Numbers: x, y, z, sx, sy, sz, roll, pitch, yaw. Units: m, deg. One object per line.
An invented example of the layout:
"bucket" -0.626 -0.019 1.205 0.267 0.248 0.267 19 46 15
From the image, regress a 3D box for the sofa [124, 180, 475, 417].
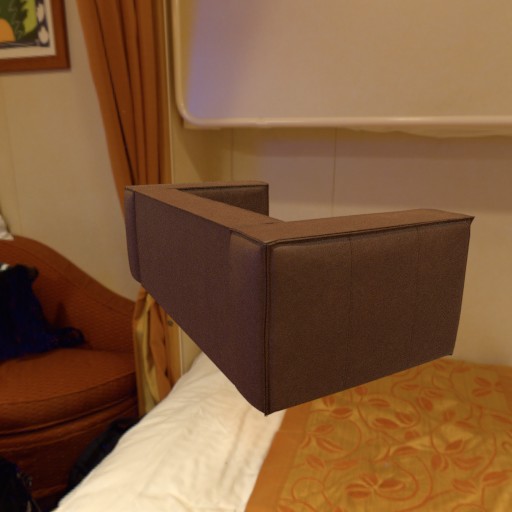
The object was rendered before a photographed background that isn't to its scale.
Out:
"sofa" 0.000 0.000 2.609 1.102 0.703 2.088 -8 17 -28
